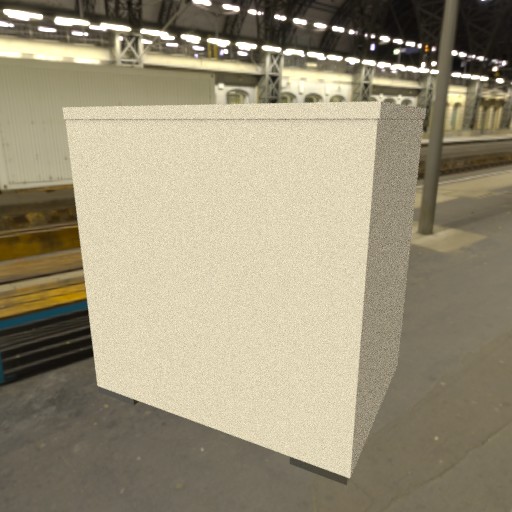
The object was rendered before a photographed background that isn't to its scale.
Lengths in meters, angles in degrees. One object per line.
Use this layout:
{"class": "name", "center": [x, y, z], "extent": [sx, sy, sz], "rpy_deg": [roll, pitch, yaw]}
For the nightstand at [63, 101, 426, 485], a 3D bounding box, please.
{"class": "nightstand", "center": [0.000, 0.000, 0.727], "extent": [0.441, 0.460, 0.325], "rpy_deg": [9, 19, 26]}
